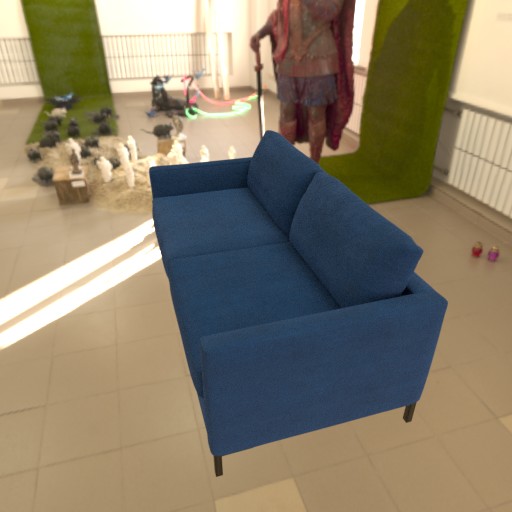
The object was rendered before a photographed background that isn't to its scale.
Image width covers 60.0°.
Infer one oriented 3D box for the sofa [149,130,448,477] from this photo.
[{"bbox_3d":[0.000,0.000,2.166,0.875,0.817,1.676,-9,32,-15],"label":"sofa"}]
